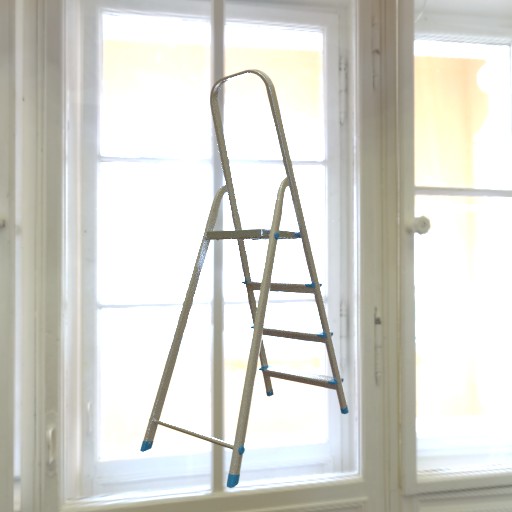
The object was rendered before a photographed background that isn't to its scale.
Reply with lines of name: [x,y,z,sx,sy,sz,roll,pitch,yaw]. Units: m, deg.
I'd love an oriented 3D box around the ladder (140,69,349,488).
ladder: [0.000,0.000,1.835,0.445,1.434,0.842,0,0,37]
